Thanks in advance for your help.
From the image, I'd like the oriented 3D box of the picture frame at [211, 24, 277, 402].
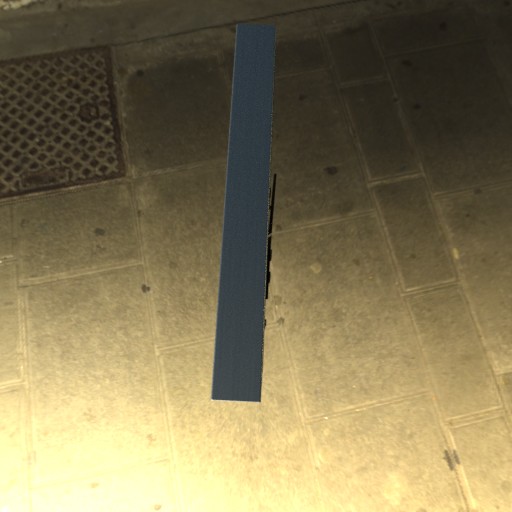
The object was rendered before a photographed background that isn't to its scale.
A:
[{"bbox_3d":[0.000,0.000,0.391,0.036,0.282,0.233,2,74,1],"label":"picture frame"}]
